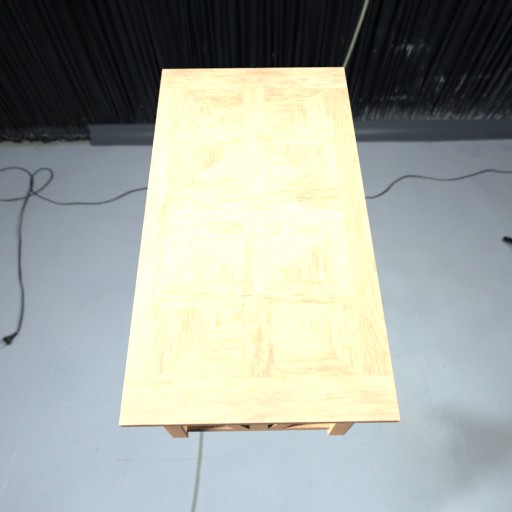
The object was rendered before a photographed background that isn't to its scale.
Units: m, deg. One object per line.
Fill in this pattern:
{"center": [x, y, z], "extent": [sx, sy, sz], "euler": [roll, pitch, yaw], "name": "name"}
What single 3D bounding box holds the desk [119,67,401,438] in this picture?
{"center": [0.000, 0.000, 1.966], "extent": [0.813, 0.762, 1.499], "euler": [-1, 62, 0], "name": "desk"}
